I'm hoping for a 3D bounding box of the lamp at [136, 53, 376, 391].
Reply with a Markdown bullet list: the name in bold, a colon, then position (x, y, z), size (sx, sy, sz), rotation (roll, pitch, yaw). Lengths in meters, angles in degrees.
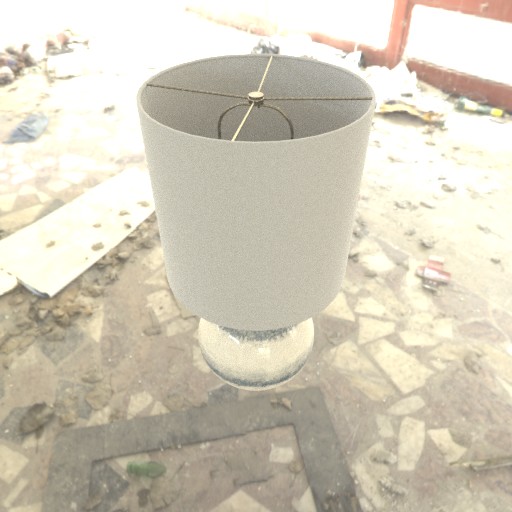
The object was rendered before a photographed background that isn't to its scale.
- **lamp**: position (0.000, 0.000, 0.538), size (0.216, 0.404, 0.216), rotation (-14, 42, -15)
